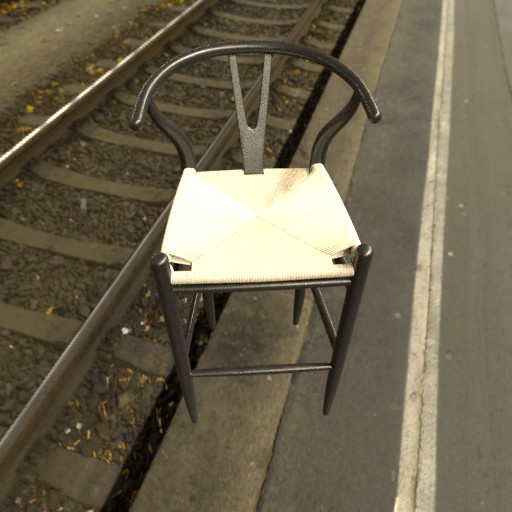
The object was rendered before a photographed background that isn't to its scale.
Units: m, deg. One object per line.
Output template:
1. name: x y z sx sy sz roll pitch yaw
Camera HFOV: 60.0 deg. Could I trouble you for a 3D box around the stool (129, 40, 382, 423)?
1. stool: 0.000 0.000 1.369 0.569 1.072 0.579 -2 46 -2
